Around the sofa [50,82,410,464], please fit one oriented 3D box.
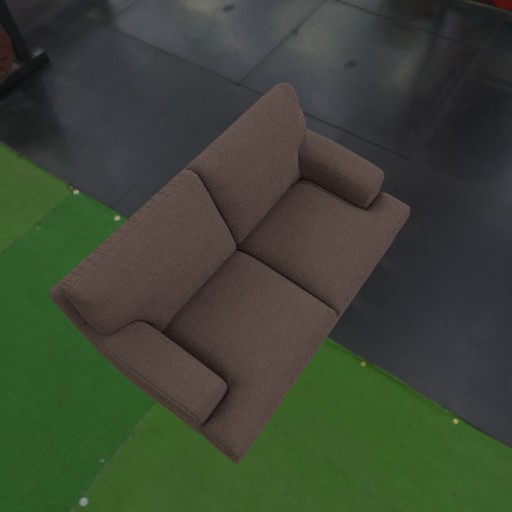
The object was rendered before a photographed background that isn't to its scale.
[{"bbox_3d":[0.000,0.000,2.541,1.140,0.950,1.869,32,64,18],"label":"sofa"}]
